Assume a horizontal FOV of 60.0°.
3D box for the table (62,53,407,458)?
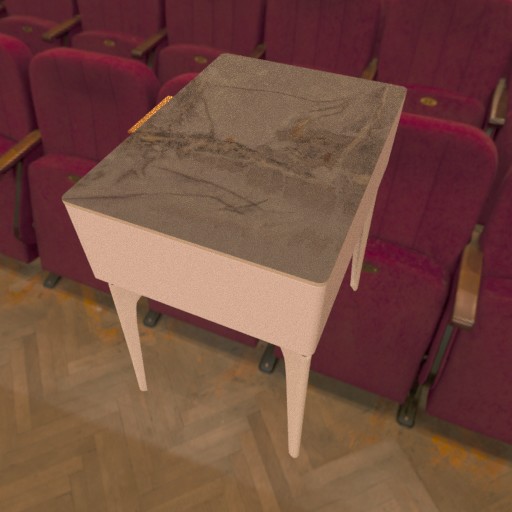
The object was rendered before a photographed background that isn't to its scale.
[{"bbox_3d":[0.000,0.000,0.910,0.400,0.570,0.500,18,50,16],"label":"table"}]
